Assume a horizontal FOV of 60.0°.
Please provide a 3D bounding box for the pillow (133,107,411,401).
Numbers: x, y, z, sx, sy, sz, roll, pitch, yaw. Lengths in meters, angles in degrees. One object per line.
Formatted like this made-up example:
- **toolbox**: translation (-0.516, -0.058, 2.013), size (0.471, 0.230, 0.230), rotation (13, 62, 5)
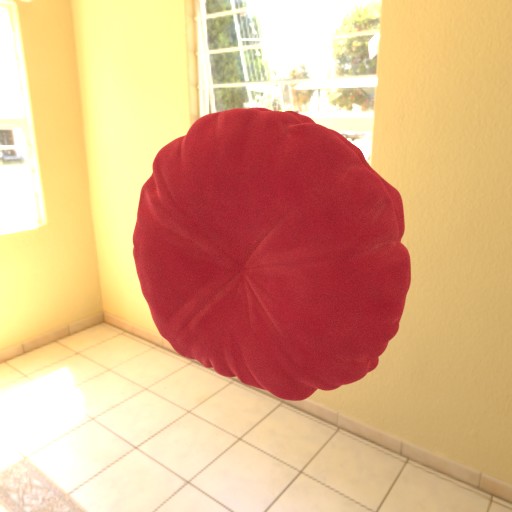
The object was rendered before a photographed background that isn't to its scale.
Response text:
- **pillow**: translation (0.000, 0.000, 0.640), size (0.428, 0.407, 0.148), rotation (9, 19, 26)
